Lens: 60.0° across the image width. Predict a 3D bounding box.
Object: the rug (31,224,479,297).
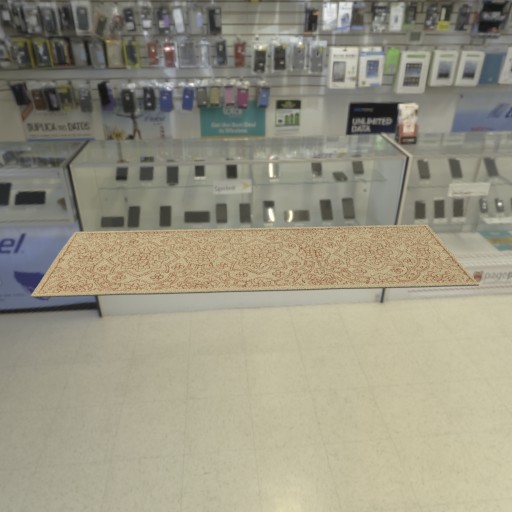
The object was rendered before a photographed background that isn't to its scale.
[{"bbox_3d":[0.000,0.000,2.735,2.448,0.012,0.769,-1,30,-2],"label":"rug"}]
